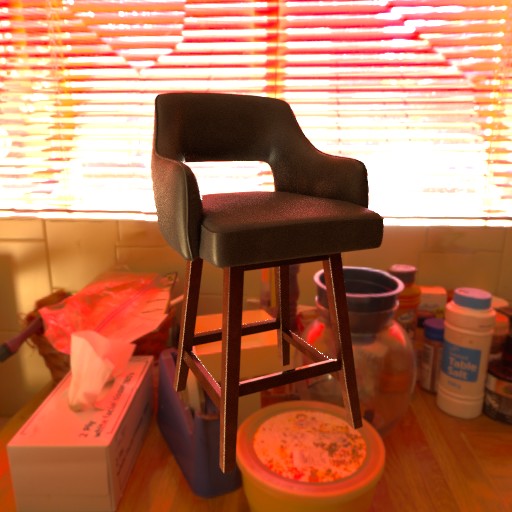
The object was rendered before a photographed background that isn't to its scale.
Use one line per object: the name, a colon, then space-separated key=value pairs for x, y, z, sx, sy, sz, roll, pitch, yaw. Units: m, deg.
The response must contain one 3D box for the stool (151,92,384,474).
stool: x=0.000 y=0.000 z=1.275 sx=0.550 sy=0.936 sz=0.560 roll=-7 pitch=16 yaw=-25
